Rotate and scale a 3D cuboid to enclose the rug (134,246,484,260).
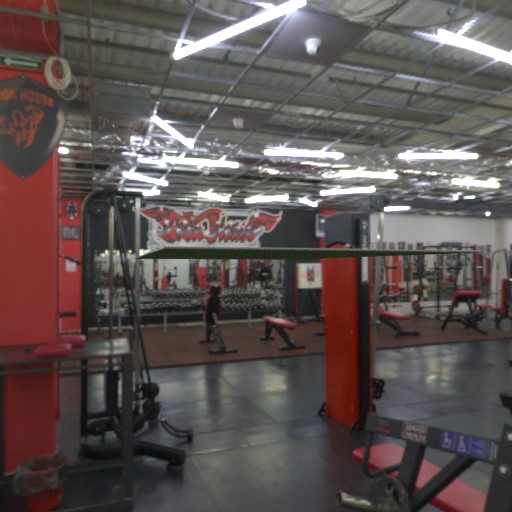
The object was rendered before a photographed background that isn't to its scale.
[{"bbox_3d":[0.000,0.000,3.047,1.515,0.010,2.430,0,-1,-18],"label":"rug"}]
